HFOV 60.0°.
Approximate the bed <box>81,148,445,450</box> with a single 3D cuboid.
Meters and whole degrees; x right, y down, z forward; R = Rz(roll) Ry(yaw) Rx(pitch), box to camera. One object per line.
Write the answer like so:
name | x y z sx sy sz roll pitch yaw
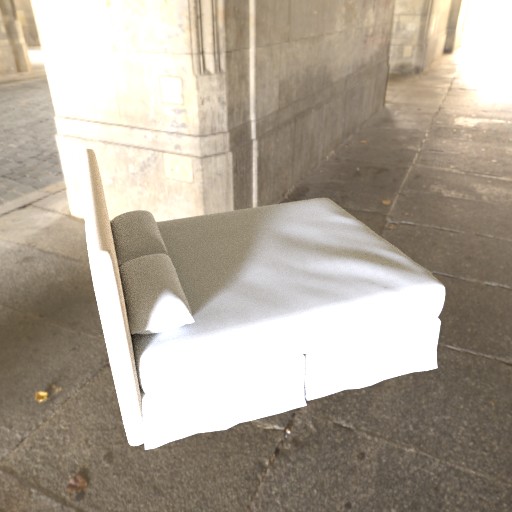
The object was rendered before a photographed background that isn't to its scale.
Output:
bed | 0.000 0.000 3.178 2.142 1.330 1.748 -10 31 -17
